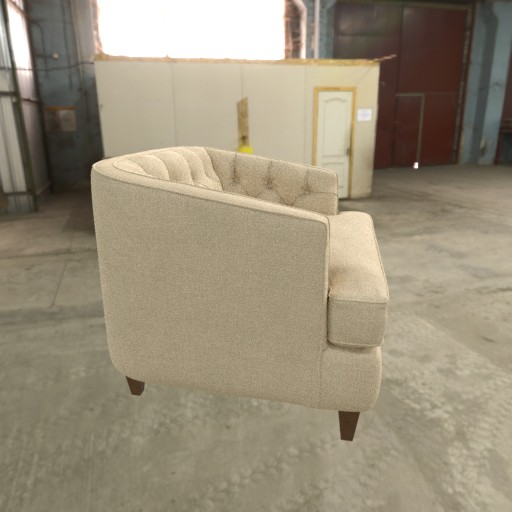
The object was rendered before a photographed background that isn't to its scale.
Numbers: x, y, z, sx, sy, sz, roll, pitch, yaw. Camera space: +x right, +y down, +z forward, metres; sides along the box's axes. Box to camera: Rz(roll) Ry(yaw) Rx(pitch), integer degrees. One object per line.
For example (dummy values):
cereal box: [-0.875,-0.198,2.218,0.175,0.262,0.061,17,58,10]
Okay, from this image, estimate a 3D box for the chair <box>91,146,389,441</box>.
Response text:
chair: [0.000,0.000,1.722,0.914,0.787,1.118,3,18,11]
